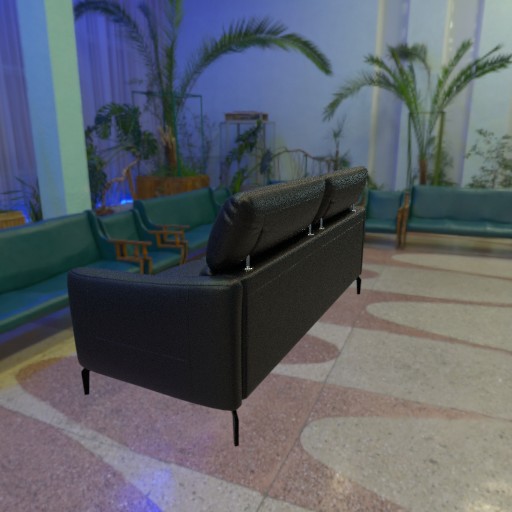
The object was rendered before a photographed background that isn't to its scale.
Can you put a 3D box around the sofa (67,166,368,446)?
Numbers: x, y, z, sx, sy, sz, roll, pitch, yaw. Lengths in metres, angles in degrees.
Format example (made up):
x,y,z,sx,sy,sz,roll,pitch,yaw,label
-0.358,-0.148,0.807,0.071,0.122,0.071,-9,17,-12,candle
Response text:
x,y,z,sx,sy,sz,roll,pitch,yaw,label
0.000,0.000,2.573,0.856,0.957,2.069,7,16,26,sofa
